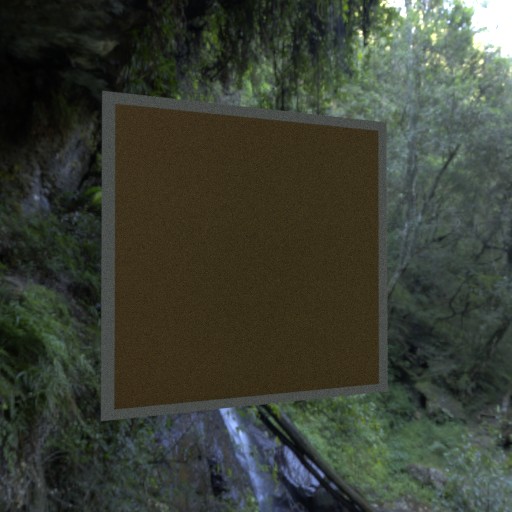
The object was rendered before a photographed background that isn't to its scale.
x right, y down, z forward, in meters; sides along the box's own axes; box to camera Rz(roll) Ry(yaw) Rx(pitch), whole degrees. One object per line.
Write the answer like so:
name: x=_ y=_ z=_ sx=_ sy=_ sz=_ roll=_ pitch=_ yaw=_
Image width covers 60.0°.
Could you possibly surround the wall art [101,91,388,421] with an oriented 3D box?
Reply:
wall art: x=0.000 y=0.000 z=0.468 sx=0.307 sy=0.307 sz=0.020 roll=0 pitch=-1 yaw=-18
